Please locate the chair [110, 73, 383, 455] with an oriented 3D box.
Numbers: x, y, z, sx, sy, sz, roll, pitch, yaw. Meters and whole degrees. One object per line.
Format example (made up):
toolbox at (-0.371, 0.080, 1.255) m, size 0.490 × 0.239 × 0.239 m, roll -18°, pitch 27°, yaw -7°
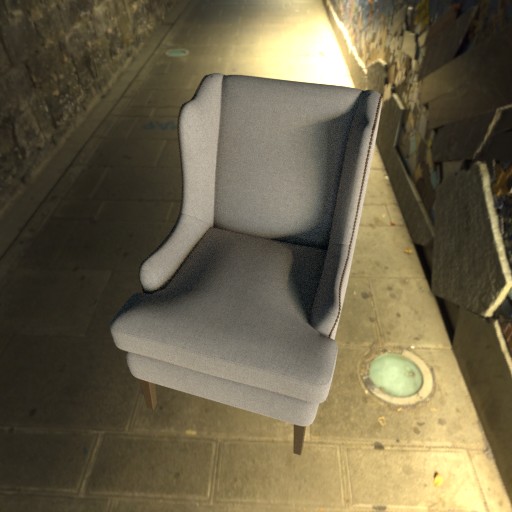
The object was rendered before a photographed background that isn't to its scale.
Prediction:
chair at (0.000, 0.000, 1.666) m, size 0.737 × 1.029 × 0.940 m, roll 12°, pitch 42°, yaw 13°
